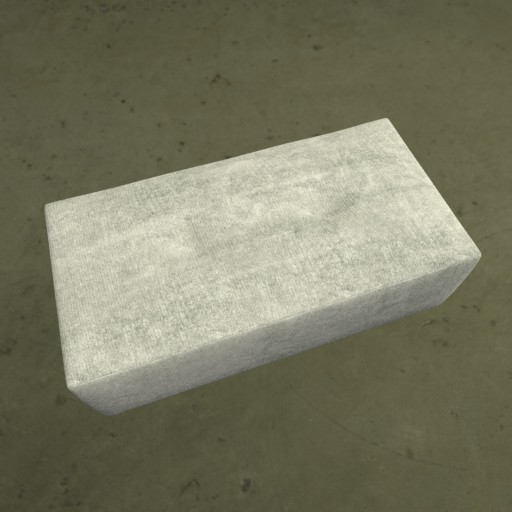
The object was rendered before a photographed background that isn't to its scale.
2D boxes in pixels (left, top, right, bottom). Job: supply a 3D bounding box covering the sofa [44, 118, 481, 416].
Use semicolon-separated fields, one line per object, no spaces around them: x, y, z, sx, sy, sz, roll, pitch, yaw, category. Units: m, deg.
0.000;0.000;1.123;0.930;0.330;0.480;-16;61;-9;sofa
